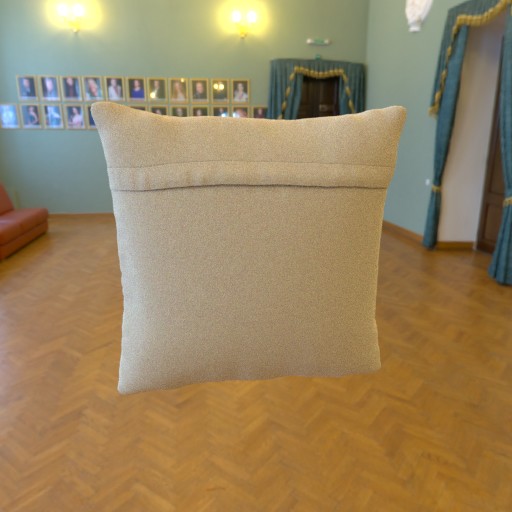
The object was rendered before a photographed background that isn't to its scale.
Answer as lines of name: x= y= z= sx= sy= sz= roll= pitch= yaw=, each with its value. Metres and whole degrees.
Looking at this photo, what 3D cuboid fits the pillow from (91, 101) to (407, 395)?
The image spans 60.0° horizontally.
pillow: x=0.000 y=0.000 z=0.704 sx=0.459 sy=0.458 sz=0.181 roll=-2 pitch=15 yaw=-9
